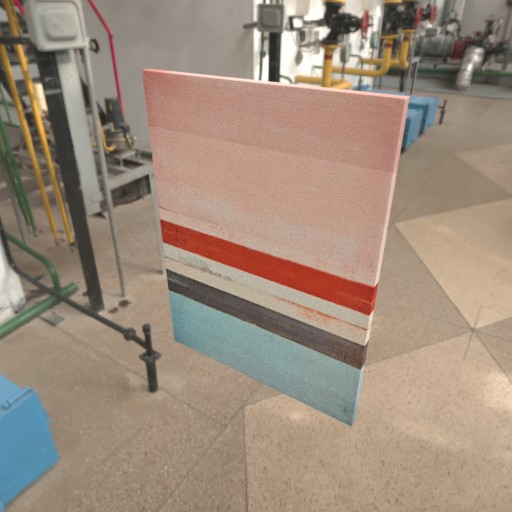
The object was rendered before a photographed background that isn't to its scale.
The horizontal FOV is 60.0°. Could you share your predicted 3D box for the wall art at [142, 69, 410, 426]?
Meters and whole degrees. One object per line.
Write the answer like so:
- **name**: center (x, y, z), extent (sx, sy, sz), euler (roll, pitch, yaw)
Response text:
- **wall art**: center (0.000, 0.000, 1.368), extent (0.761, 1.016, 0.039), euler (18, 35, 28)
